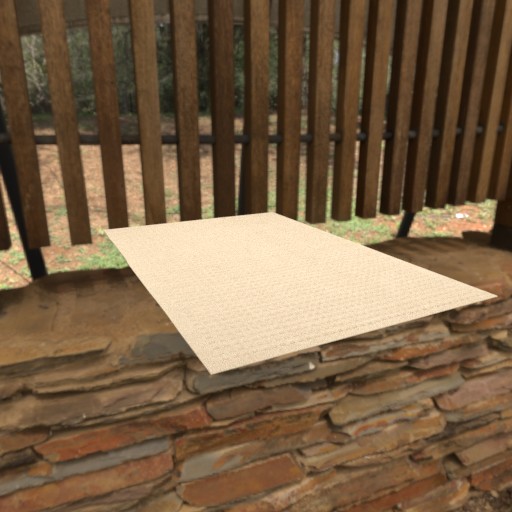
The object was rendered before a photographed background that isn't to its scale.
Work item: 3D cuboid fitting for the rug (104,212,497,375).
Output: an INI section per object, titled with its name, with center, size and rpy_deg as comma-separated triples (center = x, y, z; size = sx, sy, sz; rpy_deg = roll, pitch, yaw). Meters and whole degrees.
[rug]
center = 0.000, 0.000, 2.830
size = 1.523, 0.006, 2.289
rpy_deg = -9, 19, -26
